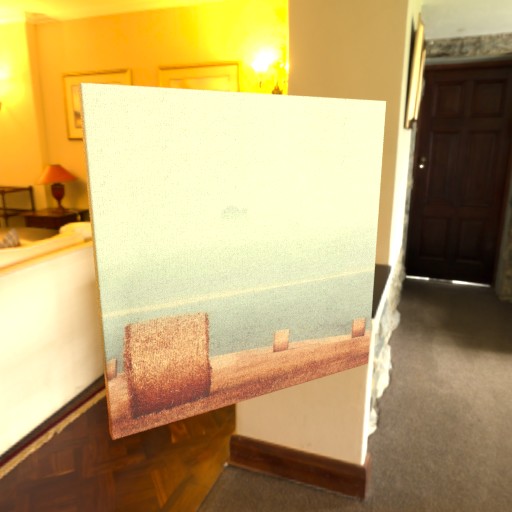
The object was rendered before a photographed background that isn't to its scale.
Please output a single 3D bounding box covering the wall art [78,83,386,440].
[{"bbox_3d":[0.000,0.000,0.878,0.605,0.605,0.034,-8,16,-28],"label":"wall art"}]
